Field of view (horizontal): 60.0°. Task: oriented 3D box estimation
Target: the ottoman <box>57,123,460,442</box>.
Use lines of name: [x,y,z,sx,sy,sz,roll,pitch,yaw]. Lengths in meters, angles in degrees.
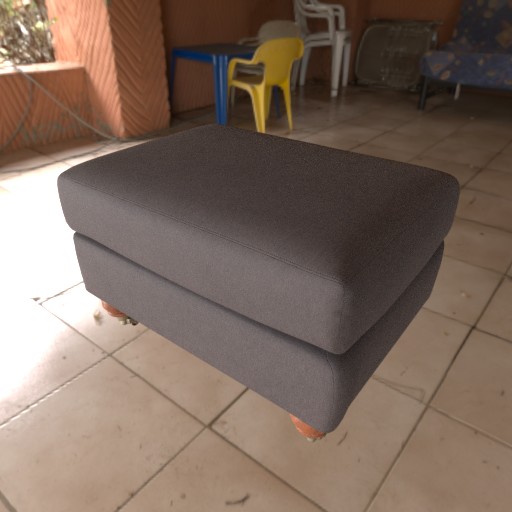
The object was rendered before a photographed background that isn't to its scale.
ottoman: [0.000,0.000,1.101,0.773,0.497,0.574,22,37,32]
